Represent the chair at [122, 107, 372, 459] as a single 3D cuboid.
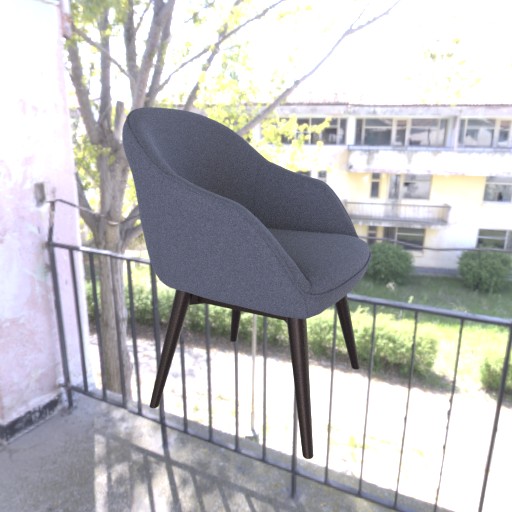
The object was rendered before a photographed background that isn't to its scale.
[{"bbox_3d":[0.000,0.000,1.253,0.611,0.810,0.589,7,17,25],"label":"chair"}]
